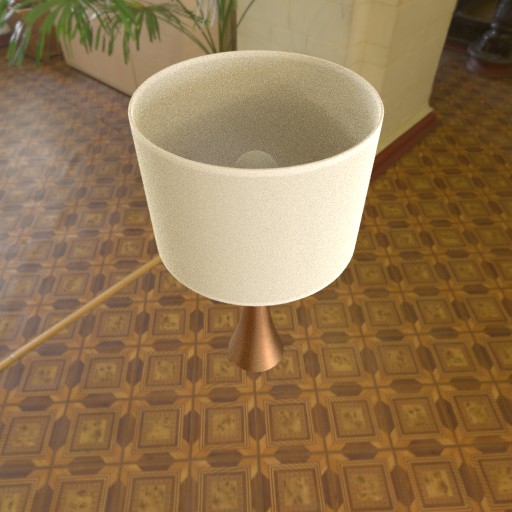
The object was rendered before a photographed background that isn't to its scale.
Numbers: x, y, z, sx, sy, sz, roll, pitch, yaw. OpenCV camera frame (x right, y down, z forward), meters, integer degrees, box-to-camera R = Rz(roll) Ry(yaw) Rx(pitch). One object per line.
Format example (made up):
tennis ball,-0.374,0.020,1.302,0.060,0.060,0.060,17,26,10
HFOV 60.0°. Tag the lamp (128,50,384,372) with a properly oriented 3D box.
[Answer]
lamp,0.000,0.000,0.643,0.268,0.479,0.268,-3,45,-2
